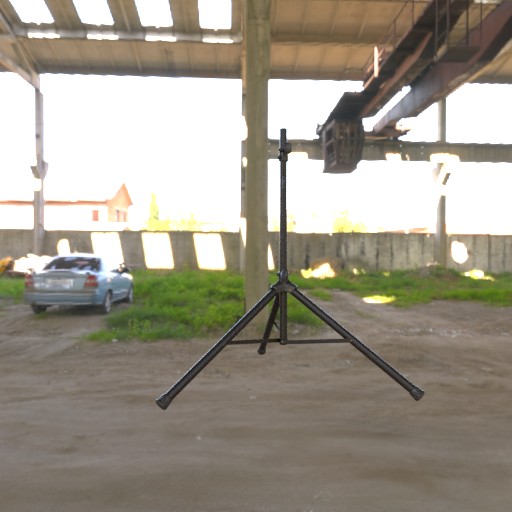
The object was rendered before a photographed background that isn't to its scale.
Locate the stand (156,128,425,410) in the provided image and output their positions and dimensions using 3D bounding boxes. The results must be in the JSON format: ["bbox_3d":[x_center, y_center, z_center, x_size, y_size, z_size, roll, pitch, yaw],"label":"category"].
[{"bbox_3d":[0.000,0.000,1.891,0.907,1.136,1.045,0,0,-36],"label":"stand"}]
